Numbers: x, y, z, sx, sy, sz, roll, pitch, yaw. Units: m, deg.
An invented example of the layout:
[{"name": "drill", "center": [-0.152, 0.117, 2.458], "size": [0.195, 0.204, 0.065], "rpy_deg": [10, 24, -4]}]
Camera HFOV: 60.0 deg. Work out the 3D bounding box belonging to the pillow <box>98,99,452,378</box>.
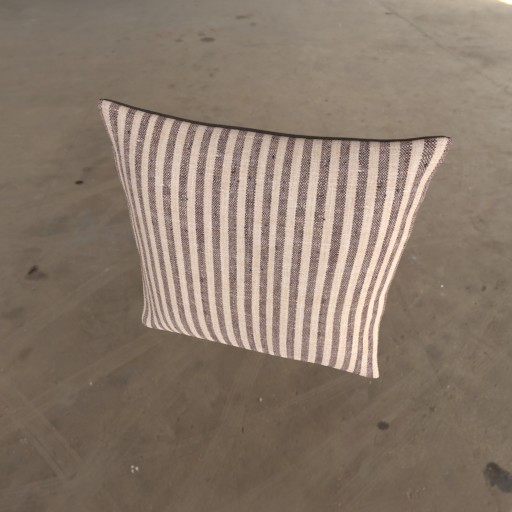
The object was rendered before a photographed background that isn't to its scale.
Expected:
[{"name": "pillow", "center": [0.000, 0.000, 0.782], "size": [0.523, 0.506, 0.166], "rpy_deg": [10, 41, 12]}]
